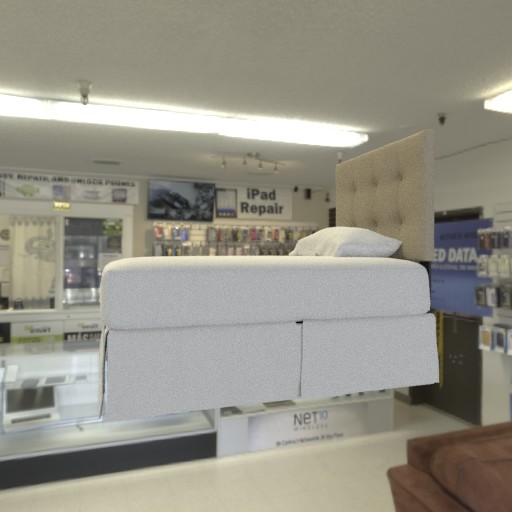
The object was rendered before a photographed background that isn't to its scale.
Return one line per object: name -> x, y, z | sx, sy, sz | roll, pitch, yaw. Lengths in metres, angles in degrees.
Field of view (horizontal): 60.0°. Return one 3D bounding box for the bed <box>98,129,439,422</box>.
bed -> 0.000, 0.000, 2.968 | 1.997, 1.571, 1.261 | 0, 0, -19
